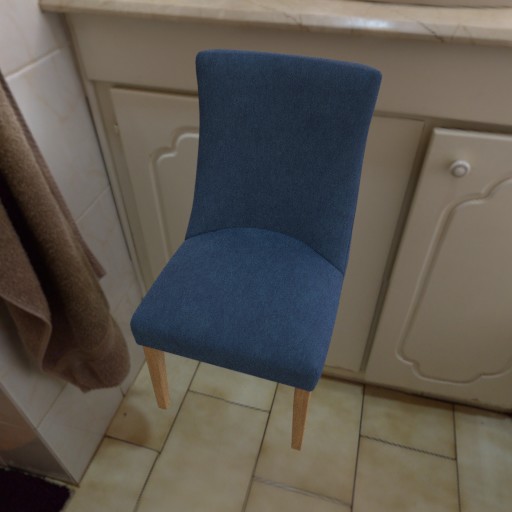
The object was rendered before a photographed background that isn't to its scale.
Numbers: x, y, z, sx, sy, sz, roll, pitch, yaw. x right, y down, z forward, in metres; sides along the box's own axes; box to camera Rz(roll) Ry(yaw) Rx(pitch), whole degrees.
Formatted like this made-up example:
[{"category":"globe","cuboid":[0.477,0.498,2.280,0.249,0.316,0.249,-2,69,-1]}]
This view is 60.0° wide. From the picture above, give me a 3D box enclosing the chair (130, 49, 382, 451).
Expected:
[{"category":"chair","cuboid":[0.000,0.000,1.227,0.495,0.902,0.609,12,44,13]}]
